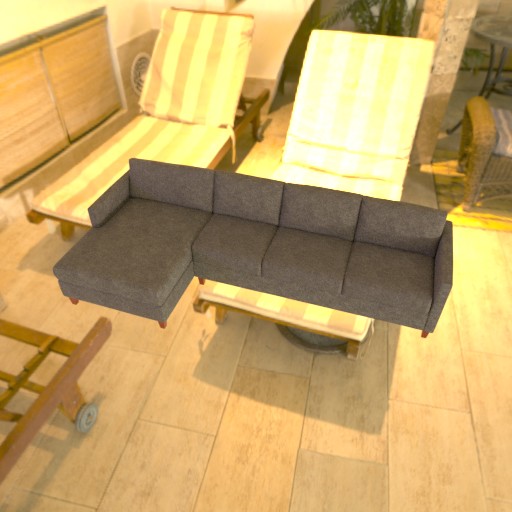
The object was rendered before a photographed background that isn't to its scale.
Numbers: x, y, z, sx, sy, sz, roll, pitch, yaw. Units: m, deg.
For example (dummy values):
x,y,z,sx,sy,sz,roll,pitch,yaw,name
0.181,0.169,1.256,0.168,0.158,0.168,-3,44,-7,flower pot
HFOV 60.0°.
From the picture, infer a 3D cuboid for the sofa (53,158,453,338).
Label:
x,y,z,sx,sy,sz,roll,pitch,yaw,name
0.000,0.000,4.256,3.471,0.954,1.606,12,43,14,sofa
